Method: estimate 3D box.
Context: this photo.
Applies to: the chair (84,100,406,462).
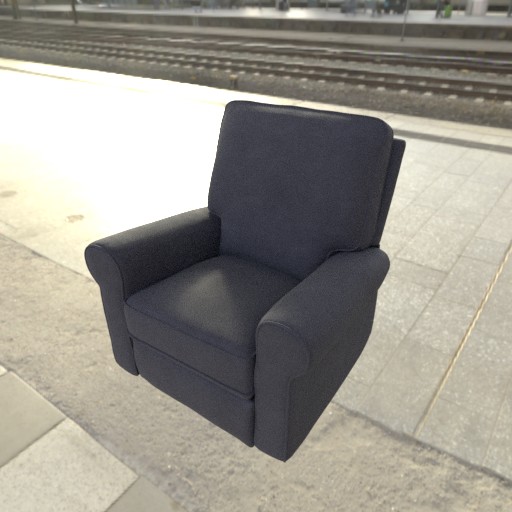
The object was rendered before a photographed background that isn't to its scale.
[{"bbox_3d":[0.000,0.000,1.632,0.890,0.961,0.878,19,36,29],"label":"chair"}]
